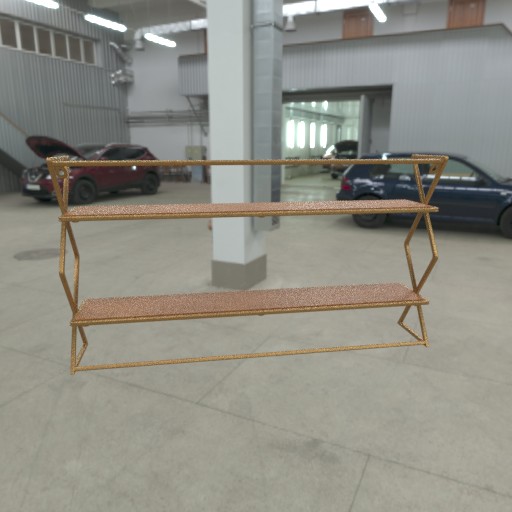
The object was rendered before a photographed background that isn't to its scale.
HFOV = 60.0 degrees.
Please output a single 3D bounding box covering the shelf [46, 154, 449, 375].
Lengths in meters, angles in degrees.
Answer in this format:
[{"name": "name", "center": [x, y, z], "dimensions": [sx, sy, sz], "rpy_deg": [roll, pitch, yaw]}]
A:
[{"name": "shelf", "center": [0.000, 0.000, 1.020], "dimensions": [0.822, 0.450, 0.150], "rpy_deg": [-2, 14, -9]}]
